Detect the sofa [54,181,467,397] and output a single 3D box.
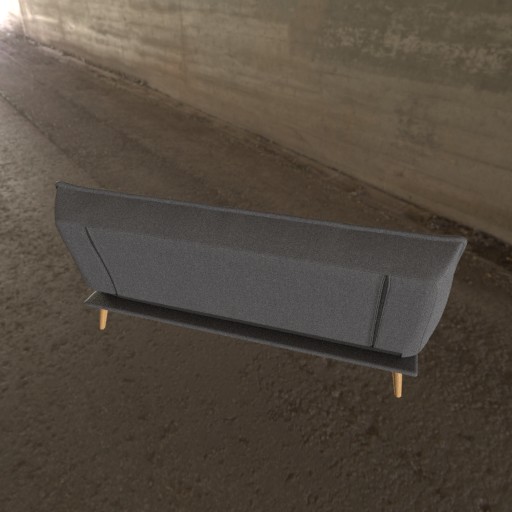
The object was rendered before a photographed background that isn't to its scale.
[{"bbox_3d":[0.000,0.000,2.462,1.940,0.890,0.950,9,33,15],"label":"sofa"}]
